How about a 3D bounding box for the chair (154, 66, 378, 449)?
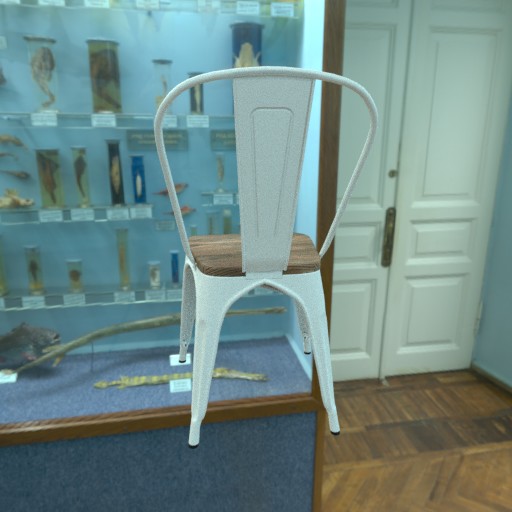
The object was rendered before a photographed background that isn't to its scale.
[{"bbox_3d":[0.000,0.000,1.158,0.452,0.851,0.521,-2,16,-8],"label":"chair"}]
